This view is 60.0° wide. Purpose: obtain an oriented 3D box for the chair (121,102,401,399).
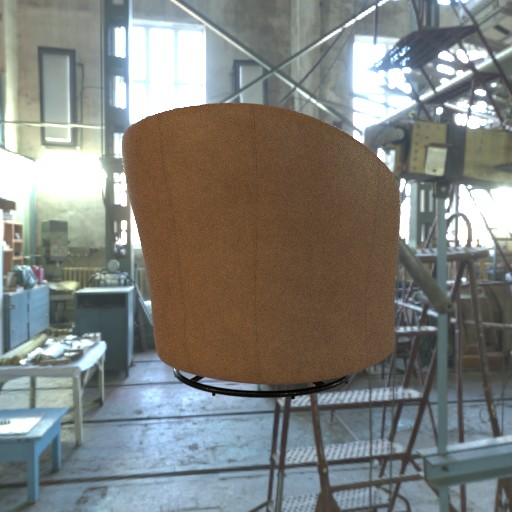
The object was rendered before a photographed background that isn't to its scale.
[{"bbox_3d":[0.000,0.000,1.454,0.791,0.771,0.815,1,2,37],"label":"chair"}]
